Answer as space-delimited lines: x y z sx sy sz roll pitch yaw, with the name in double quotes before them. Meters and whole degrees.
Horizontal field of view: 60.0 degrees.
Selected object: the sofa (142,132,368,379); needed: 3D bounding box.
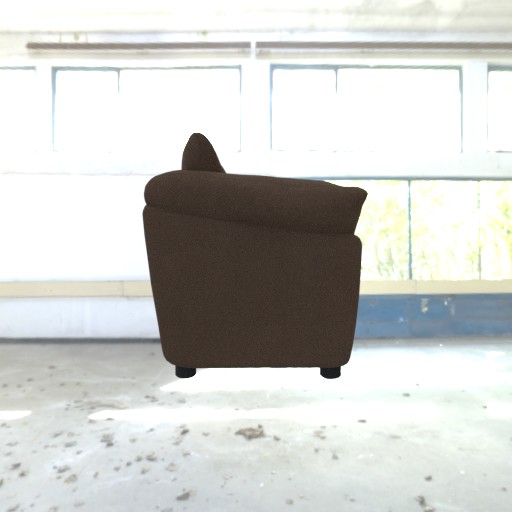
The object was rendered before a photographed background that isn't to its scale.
"sofa" 0.000 0.000 2.830 0.878 1.015 2.336 0 0 1
